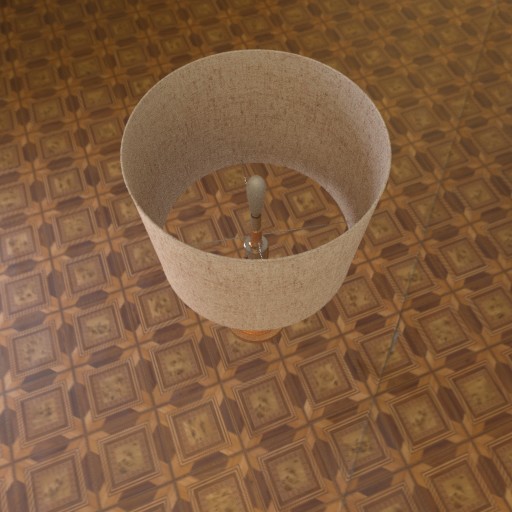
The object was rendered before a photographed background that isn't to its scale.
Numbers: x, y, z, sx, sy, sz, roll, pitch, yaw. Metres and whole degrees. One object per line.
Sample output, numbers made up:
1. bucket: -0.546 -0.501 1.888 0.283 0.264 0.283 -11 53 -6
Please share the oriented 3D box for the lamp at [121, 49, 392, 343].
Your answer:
1. lamp: 0.000 0.000 0.802 0.321 0.610 0.321 34 68 16
